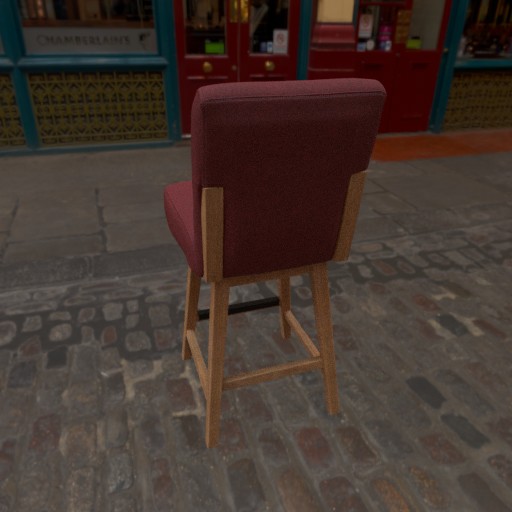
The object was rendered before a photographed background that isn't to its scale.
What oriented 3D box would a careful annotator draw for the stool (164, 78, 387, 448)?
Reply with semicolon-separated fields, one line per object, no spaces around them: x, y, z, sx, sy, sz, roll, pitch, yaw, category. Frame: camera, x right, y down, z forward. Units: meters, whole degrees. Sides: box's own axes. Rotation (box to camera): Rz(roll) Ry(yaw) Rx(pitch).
0.000;0.000;1.336;0.468;1.038;0.562;-9;29;-16;stool
